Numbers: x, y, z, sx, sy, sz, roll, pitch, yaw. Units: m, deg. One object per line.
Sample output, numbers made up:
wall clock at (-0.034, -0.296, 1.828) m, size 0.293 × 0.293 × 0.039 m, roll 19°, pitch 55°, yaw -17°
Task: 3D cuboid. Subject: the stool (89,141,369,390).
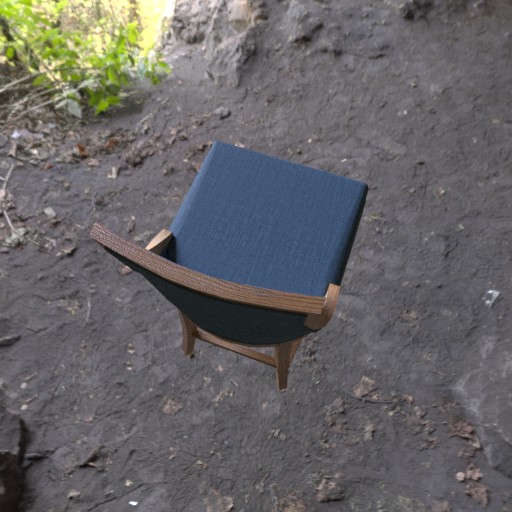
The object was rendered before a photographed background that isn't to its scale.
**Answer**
stool at (0.000, 0.000, 1.299) m, size 0.524 × 0.938 × 0.626 m, roll 18°, pitch 65°, yaw 9°
